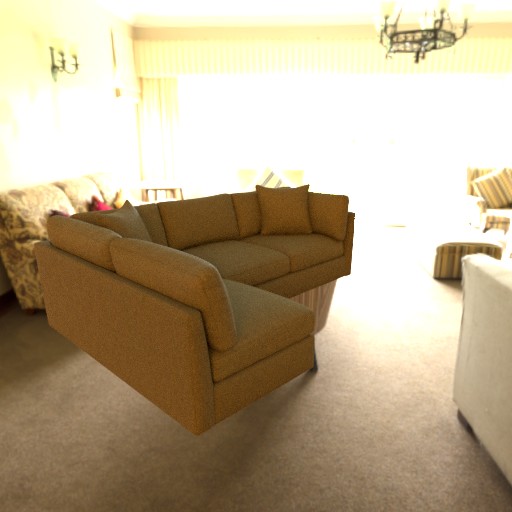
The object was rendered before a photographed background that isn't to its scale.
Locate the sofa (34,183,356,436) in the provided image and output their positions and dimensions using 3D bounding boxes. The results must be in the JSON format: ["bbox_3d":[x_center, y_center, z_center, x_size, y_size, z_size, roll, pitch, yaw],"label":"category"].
[{"bbox_3d":[0.000,0.000,3.787,1.994,0.978,2.896,15,22,43],"label":"sofa"}]
